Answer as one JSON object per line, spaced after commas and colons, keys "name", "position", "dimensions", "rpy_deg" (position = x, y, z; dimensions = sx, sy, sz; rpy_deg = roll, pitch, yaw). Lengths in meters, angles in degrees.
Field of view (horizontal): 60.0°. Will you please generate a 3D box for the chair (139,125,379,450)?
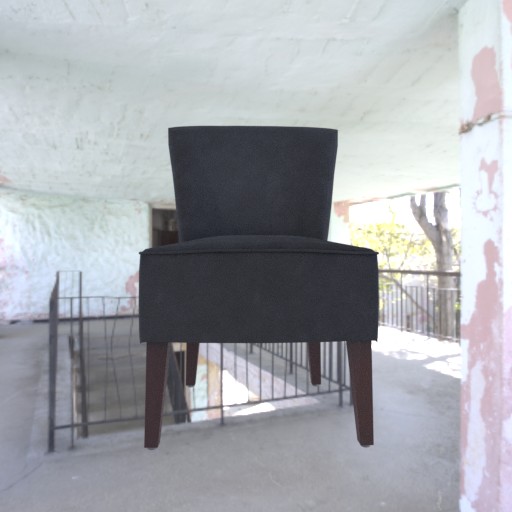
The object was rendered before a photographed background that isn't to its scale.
{"name": "chair", "position": [0.000, 0.000, 1.149], "dimensions": [0.521, 0.806, 0.554], "rpy_deg": [0, 0, -2]}
